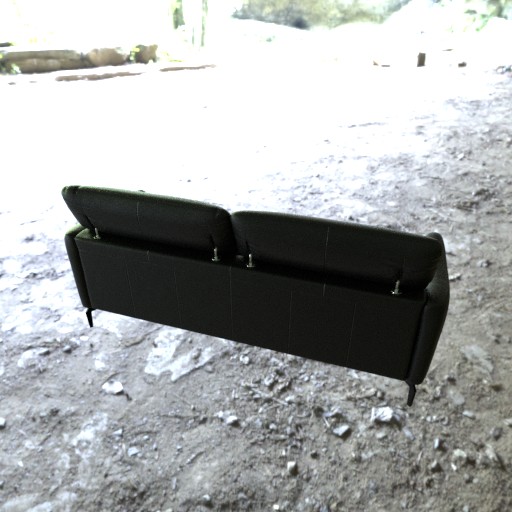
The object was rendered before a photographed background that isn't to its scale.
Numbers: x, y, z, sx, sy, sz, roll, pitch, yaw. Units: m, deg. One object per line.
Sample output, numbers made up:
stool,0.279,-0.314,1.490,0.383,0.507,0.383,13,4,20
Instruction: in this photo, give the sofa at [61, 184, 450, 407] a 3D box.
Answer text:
sofa,0.000,0.000,2.578,2.069,0.957,0.856,10,33,16
